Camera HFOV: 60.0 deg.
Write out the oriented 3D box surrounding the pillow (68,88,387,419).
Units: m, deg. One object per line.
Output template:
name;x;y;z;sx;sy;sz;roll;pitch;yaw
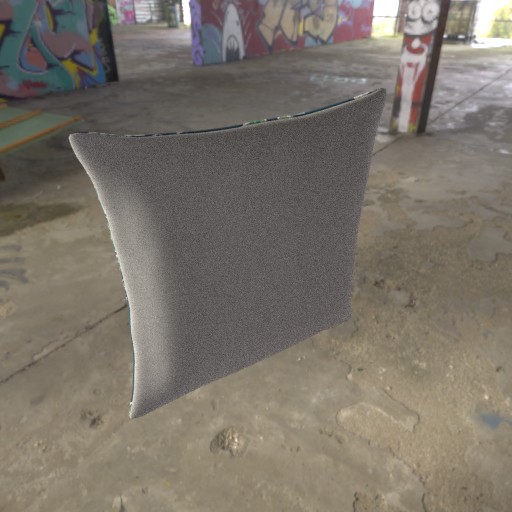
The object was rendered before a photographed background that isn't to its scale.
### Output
pillow;0.000;0.000;0.770;0.525;0.508;0.166;-18;36;-28
